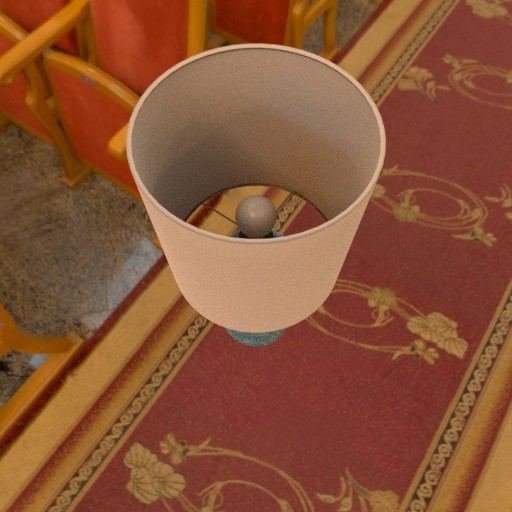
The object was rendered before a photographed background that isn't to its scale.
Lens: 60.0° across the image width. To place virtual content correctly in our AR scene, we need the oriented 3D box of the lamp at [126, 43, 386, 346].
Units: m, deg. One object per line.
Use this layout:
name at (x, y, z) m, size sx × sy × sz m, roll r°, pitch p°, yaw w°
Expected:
lamp at (0.000, 0.000, 0.744) m, size 0.278 × 0.597 × 0.278 m, roll 32°, pitch 67°, yaw 15°
